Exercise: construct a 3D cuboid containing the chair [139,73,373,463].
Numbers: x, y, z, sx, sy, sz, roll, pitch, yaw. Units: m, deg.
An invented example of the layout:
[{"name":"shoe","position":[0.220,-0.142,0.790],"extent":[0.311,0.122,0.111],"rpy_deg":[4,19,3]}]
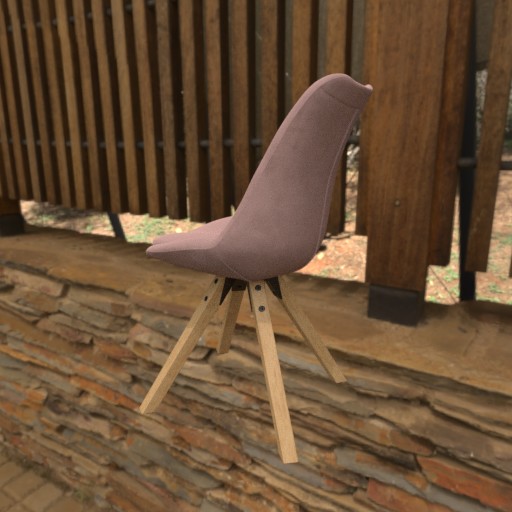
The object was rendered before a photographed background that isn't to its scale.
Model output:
[{"name":"chair","position":[0.000,0.000,1.181],"extent":[0.550,0.850,0.485],"rpy_deg":[7,16,26]}]
